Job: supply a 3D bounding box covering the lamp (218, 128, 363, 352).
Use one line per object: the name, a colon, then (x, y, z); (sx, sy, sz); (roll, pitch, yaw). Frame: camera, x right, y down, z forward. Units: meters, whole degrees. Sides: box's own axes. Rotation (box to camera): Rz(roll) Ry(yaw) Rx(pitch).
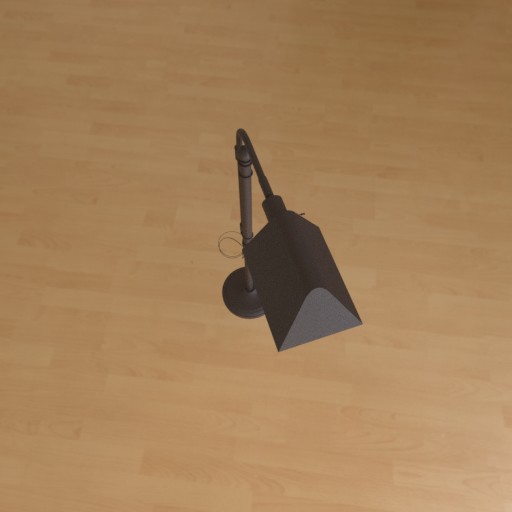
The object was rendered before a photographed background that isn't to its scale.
lamp: (0.000, 0.000, 0.946); (0.159, 0.708, 0.545); (-16, 65, -8)
